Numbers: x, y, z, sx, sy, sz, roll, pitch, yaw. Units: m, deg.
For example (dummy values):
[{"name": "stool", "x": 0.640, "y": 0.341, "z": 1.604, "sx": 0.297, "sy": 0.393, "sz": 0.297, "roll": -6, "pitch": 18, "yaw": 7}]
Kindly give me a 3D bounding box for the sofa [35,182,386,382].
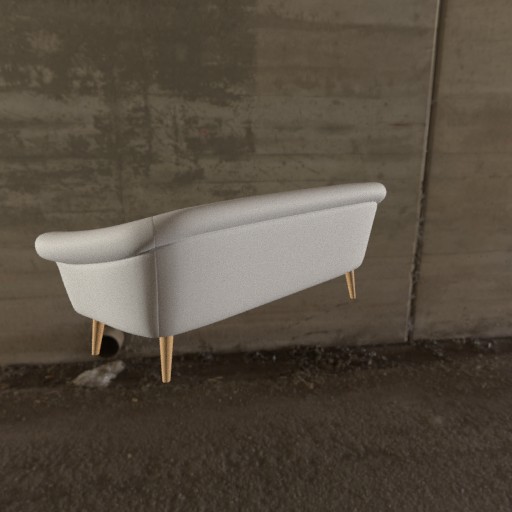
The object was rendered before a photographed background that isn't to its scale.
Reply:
[{"name": "sofa", "x": 0.000, "y": 0.000, "z": 2.591, "sx": 2.160, "sy": 0.795, "sz": 0.827, "roll": -15, "pitch": 21, "yaw": -43}]
